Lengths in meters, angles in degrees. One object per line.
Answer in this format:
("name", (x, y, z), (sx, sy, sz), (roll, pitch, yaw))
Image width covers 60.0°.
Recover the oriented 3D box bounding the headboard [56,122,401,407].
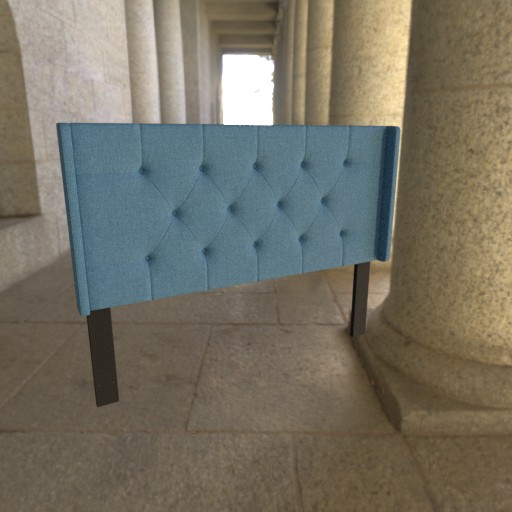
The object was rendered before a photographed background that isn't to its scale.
("headboard", (0.000, 0.000, 2.680), (2.051, 1.524, 0.184), (-8, 18, -28))
